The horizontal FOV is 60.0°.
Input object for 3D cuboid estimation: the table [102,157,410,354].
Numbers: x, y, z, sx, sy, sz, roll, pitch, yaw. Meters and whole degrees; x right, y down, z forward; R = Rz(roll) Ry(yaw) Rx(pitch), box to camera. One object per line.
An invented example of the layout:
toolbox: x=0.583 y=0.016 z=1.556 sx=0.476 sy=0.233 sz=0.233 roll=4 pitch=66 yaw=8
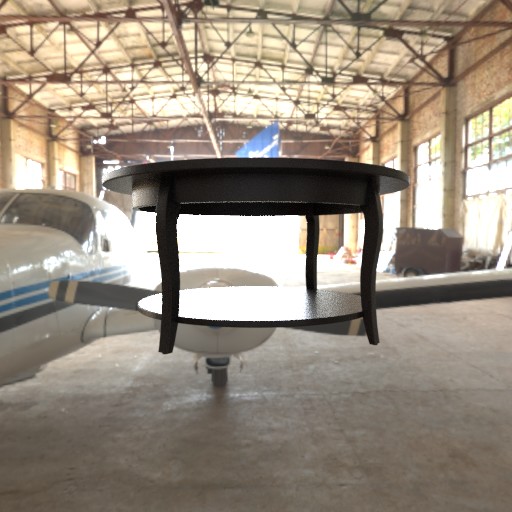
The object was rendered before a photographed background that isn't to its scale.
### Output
table: x=0.000 y=0.000 z=1.403 sx=0.914 sy=0.457 sz=0.914 roll=0 pitch=2 yaw=0
